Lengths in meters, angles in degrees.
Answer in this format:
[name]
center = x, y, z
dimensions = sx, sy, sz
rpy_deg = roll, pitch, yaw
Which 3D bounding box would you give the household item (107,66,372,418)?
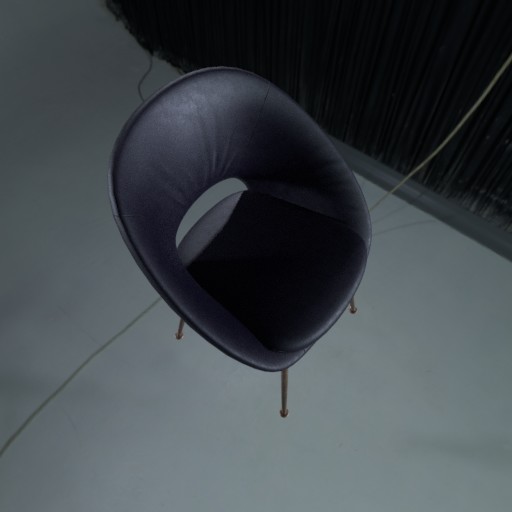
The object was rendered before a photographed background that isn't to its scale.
[household item]
center = 0.000, 0.000, 1.241
dimensions = 0.573, 0.852, 0.623
rpy_deg = 32, 63, 18
